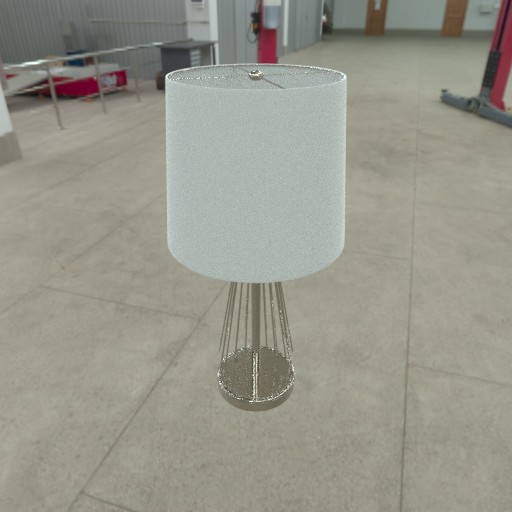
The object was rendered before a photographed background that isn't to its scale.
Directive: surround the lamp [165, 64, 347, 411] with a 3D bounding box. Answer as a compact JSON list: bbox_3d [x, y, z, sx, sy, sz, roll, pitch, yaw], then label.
[{"bbox_3d":[0.000,0.000,0.793,0.303,0.618,0.303,0,30,0],"label":"lamp"}]
